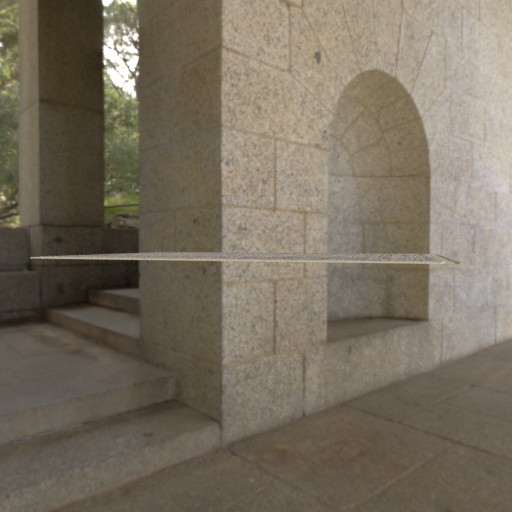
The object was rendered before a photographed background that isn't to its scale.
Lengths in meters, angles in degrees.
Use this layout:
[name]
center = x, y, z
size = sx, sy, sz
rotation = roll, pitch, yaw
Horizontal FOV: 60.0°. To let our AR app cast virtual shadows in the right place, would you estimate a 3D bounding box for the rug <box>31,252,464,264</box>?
[rug]
center = 0.000, 0.000, 3.093
size = 2.486, 0.013, 1.548
rotation = 1, 2, 19
